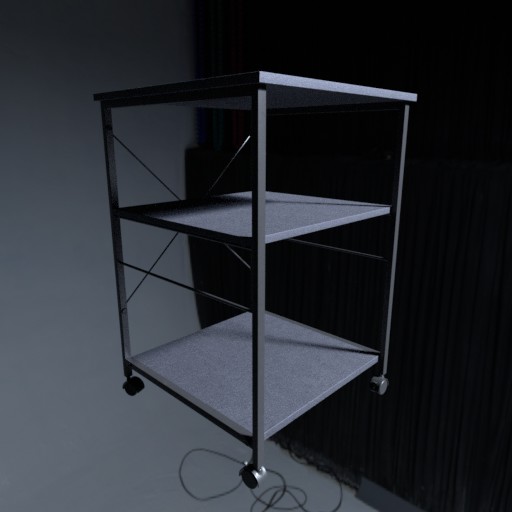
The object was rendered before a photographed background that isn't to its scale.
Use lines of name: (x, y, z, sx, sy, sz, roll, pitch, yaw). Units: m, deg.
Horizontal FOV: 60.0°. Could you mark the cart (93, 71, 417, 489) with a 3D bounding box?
cart: (0.000, 0.000, 1.105, 0.520, 0.762, 0.521, 14, 21, 42)
